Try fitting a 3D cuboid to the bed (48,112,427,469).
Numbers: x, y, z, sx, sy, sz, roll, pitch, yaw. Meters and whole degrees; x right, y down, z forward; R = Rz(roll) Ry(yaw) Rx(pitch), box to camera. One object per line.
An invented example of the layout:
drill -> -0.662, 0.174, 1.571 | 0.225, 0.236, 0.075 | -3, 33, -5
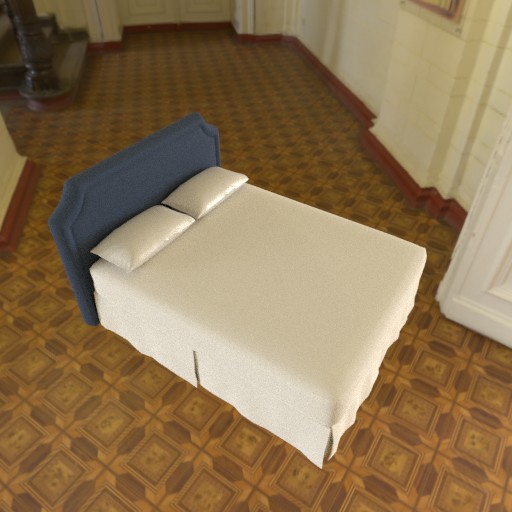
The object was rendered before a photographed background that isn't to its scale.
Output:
bed -> 0.000, 0.000, 3.402 | 2.260, 1.297, 1.831 | 24, 46, 25
